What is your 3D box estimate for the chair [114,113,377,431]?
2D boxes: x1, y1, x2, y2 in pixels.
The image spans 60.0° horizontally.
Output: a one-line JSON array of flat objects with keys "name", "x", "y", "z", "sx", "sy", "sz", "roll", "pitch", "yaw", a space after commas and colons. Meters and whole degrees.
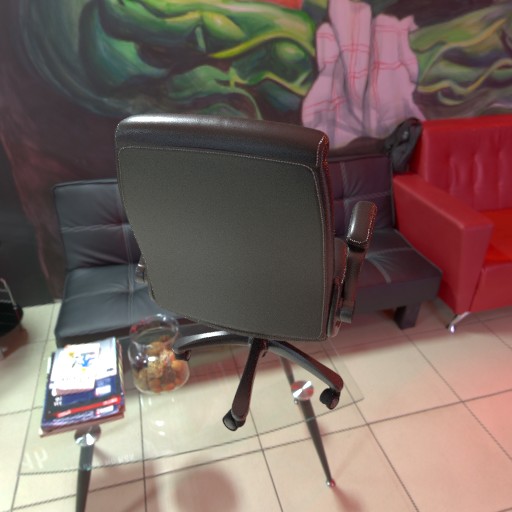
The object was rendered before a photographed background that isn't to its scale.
[{"name": "chair", "x": 0.000, "y": 0.000, "z": 1.590, "sx": 0.782, "sy": 1.110, "sz": 0.724, "roll": 9, "pitch": 32, "yaw": 15}]
